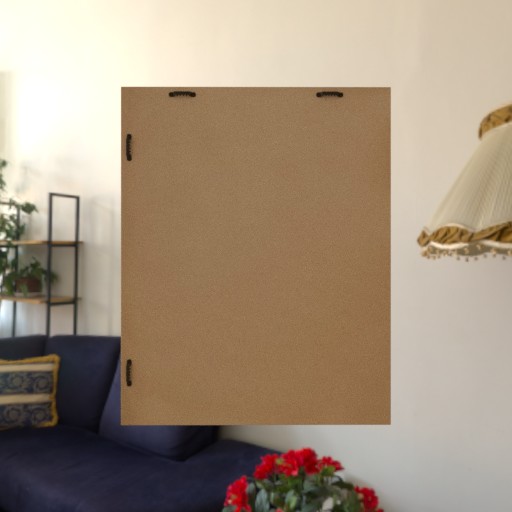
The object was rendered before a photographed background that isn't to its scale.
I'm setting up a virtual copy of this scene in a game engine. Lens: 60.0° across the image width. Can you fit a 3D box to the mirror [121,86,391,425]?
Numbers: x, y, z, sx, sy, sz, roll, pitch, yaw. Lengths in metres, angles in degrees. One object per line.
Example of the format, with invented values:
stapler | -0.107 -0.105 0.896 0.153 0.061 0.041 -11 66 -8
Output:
mirror | 0.000 0.000 0.680 0.405 0.508 0.041 0 0 0
